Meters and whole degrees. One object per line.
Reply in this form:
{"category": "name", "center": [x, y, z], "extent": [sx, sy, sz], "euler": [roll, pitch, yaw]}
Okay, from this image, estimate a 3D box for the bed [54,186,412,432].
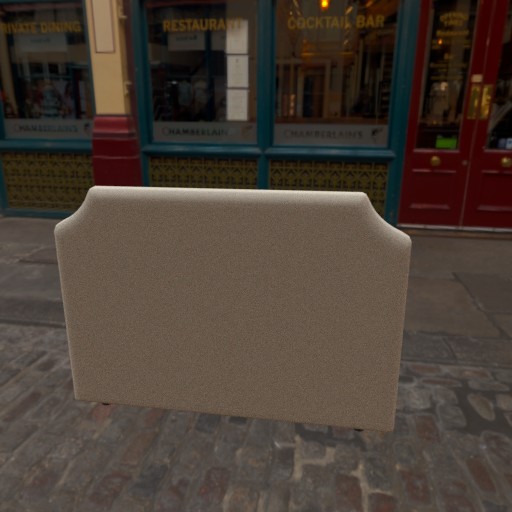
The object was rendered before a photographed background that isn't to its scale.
{"category": "bed", "center": [0.000, 0.000, 3.332], "extent": [1.828, 1.301, 2.204], "euler": [3, 17, 9]}
